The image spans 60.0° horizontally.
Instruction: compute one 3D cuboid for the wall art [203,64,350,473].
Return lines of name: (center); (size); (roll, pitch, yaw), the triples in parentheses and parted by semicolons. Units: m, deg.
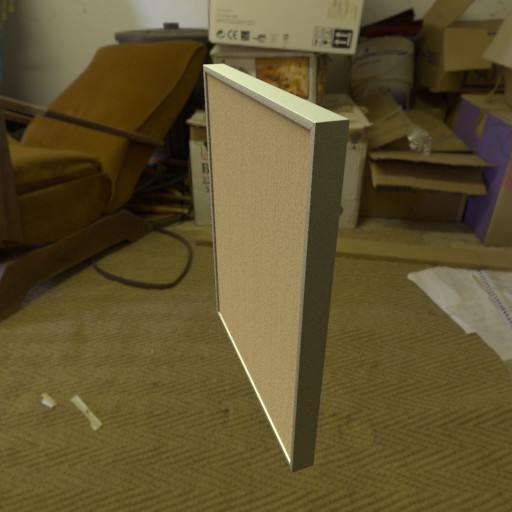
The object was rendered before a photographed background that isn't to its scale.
wall art: (0.000, 0.000, 0.756); (0.039, 0.553, 0.445); (-10, 32, -17)
